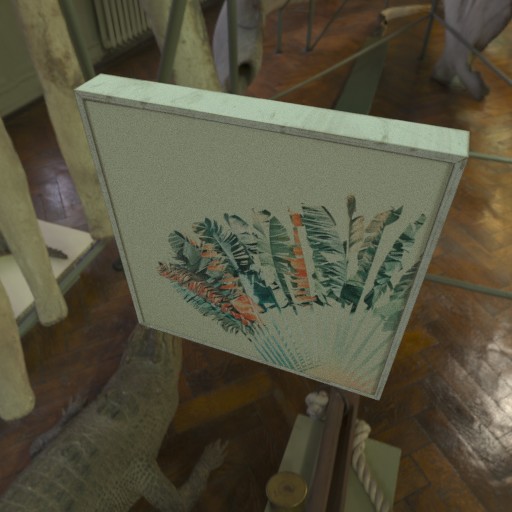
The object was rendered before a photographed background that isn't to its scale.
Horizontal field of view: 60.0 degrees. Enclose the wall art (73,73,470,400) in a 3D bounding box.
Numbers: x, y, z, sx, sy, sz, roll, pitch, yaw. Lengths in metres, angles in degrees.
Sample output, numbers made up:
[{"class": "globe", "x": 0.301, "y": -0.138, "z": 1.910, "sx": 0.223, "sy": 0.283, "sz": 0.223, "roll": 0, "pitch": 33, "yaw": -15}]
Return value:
[{"class": "wall art", "x": 0.000, "y": 0.000, "z": 0.439, "sx": 0.305, "sy": 0.303, "sz": 0.038, "roll": 14, "pitch": 45, "yaw": 15}]
